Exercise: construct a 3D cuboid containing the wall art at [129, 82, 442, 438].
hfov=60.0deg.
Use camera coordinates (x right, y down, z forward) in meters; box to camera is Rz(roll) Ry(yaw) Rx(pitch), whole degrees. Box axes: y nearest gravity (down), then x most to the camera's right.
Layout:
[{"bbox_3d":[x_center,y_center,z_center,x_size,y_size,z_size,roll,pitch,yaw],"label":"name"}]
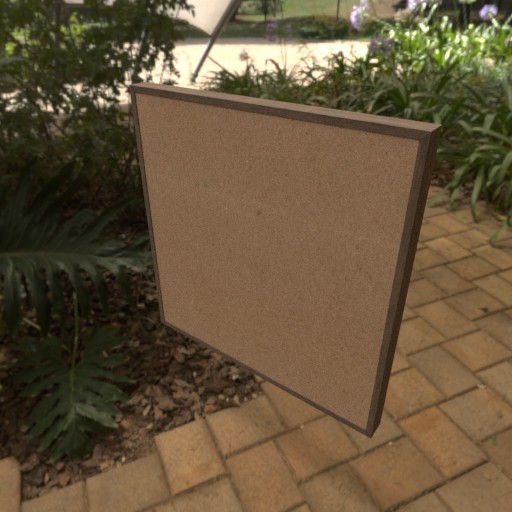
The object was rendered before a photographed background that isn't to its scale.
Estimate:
[{"bbox_3d":[0.000,0.000,0.756,0.508,0.508,0.038,21,36,31],"label":"wall art"}]
